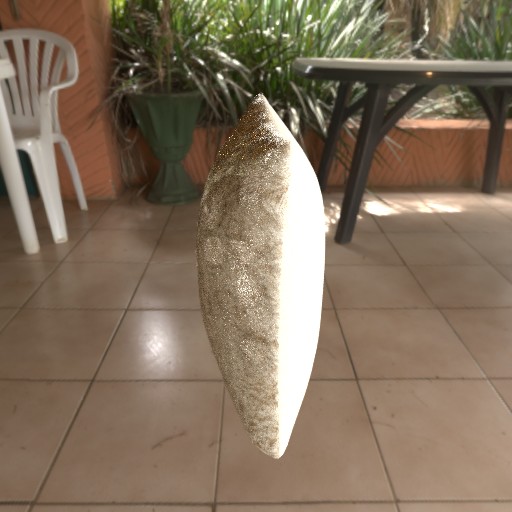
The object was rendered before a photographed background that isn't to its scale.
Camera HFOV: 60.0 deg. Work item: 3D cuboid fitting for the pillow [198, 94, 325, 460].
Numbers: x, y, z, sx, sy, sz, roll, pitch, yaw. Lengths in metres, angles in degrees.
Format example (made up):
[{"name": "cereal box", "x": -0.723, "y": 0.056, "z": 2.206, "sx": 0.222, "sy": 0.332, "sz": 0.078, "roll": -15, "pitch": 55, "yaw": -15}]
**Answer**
[{"name": "pillow", "x": 0.000, "y": 0.000, "z": 0.821, "sx": 0.216, "sy": 0.525, "sz": 0.538, "roll": -1, "pitch": 26, "yaw": -1}]
